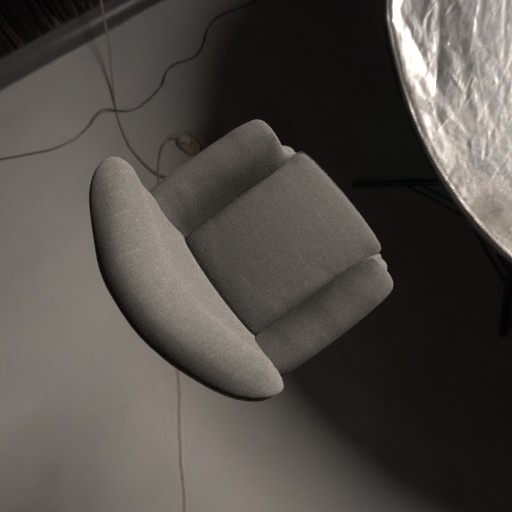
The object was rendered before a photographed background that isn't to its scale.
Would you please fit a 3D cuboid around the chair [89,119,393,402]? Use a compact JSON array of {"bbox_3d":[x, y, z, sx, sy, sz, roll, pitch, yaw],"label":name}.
[{"bbox_3d":[0.000,0.000,1.707,0.921,0.936,0.861,-35,78,-8],"label":"chair"}]
